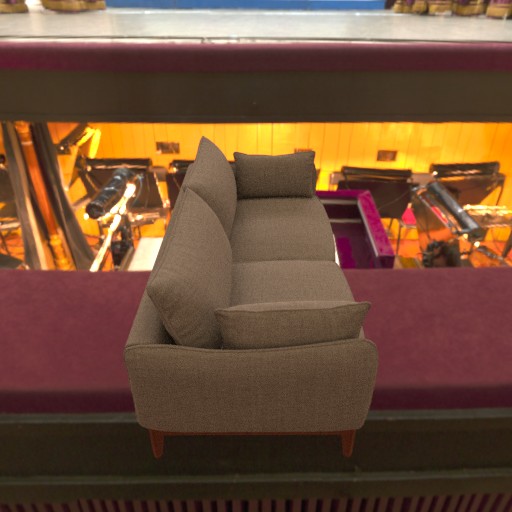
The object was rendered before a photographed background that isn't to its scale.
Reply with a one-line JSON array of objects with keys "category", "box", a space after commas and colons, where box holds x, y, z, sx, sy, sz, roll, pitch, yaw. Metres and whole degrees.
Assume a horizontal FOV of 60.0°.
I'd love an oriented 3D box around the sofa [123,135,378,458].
[{"category": "sofa", "box": [0.000, 0.000, 2.476, 0.972, 0.851, 1.989, 0, 32, 0]}]
